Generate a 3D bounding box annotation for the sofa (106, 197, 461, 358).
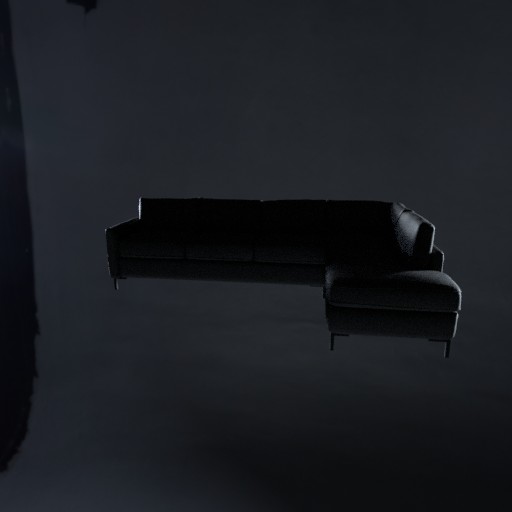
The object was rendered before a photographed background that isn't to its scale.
[{"bbox_3d":[0.000,0.000,3.964,2.972,0.858,1.984,2,14,8],"label":"sofa"}]
